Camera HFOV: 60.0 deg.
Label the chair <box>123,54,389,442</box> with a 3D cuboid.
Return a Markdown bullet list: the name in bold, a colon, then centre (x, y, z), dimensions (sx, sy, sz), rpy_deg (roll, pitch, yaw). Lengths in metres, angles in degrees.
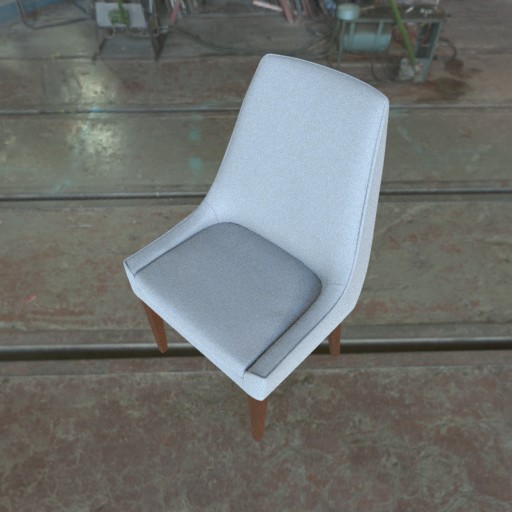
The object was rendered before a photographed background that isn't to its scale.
- **chair**: centre (0.000, 0.000, 1.200), dimensions (0.529, 0.861, 0.544), rpy_deg (34, 54, 29)
